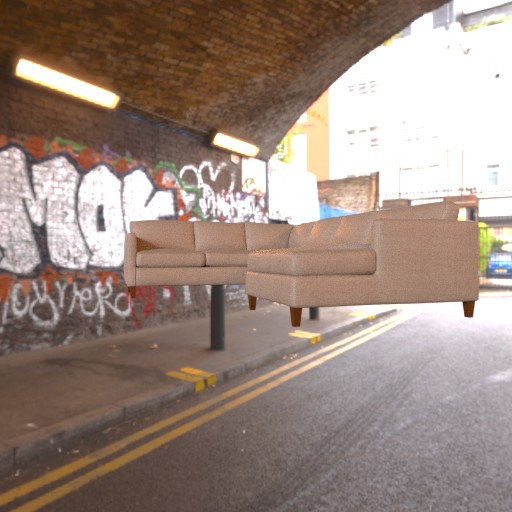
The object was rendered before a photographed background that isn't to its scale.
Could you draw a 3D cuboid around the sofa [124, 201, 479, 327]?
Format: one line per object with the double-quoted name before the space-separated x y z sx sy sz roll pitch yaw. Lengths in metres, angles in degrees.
"sofa" 0.000 0.000 4.665 2.594 0.961 3.460 0 0 -18
